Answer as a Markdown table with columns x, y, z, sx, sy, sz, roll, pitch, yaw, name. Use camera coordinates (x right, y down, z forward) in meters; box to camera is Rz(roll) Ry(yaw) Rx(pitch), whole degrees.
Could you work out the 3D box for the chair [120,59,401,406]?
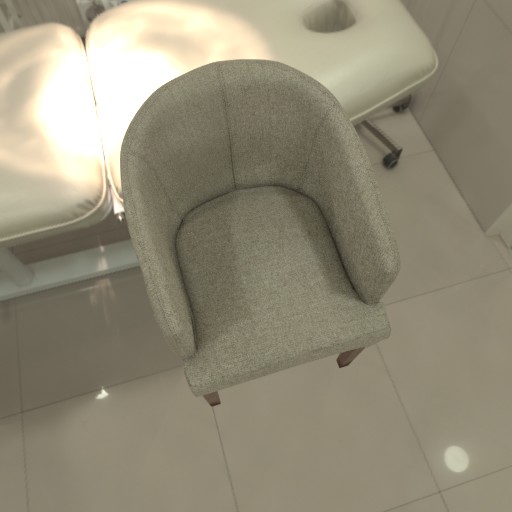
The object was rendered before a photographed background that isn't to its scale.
| x | y | z | sx | sy | sz | roll | pitch | yaw | name |
| --- | --- | --- | --- | --- | --- | --- | --- | --- | --- |
| 0.000 | 0.000 | 1.251 | 0.583 | 0.811 | 0.655 | -15 | 64 | -7 | chair |
